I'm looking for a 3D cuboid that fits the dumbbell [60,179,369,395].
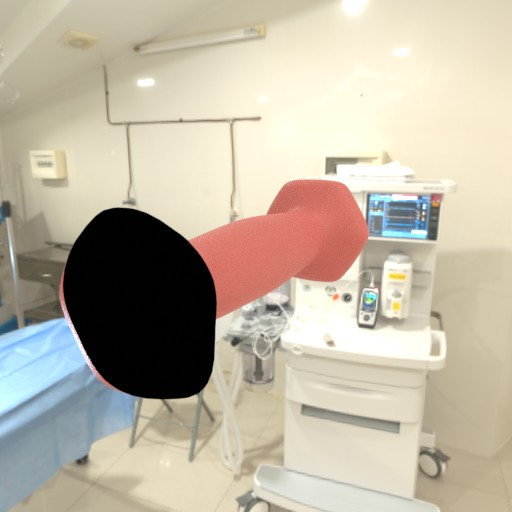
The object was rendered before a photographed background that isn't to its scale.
[{"bbox_3d":[0.000,0.000,0.144,0.047,0.043,0.123,7,15,27],"label":"dumbbell"}]
